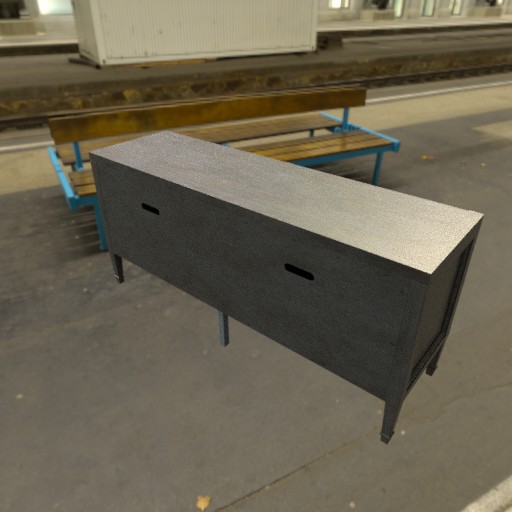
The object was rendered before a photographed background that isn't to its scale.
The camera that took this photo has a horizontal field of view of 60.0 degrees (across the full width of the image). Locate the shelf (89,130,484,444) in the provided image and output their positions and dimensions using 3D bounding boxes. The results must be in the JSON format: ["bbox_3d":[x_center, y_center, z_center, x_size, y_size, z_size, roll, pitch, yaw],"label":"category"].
[{"bbox_3d":[0.000,0.000,1.922,1.575,0.719,0.479,23,38,33],"label":"shelf"}]
